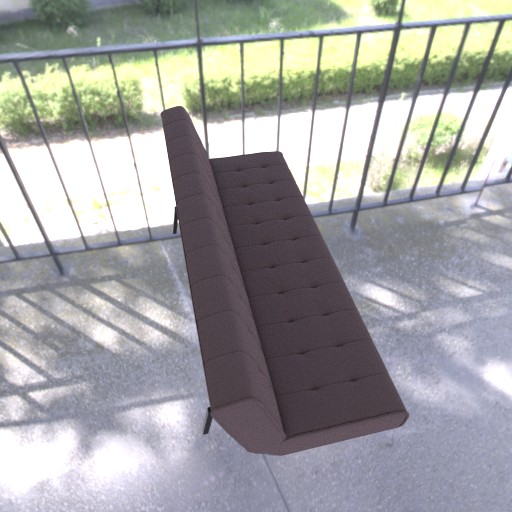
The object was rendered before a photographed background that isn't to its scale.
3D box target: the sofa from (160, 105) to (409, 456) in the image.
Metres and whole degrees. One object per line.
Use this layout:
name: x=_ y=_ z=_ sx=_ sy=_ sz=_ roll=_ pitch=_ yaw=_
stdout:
sofa: x=0.000 y=0.000 z=2.073 sx=0.747 sy=0.699 sz=1.703 roll=-10 pitch=47 yaw=-9
